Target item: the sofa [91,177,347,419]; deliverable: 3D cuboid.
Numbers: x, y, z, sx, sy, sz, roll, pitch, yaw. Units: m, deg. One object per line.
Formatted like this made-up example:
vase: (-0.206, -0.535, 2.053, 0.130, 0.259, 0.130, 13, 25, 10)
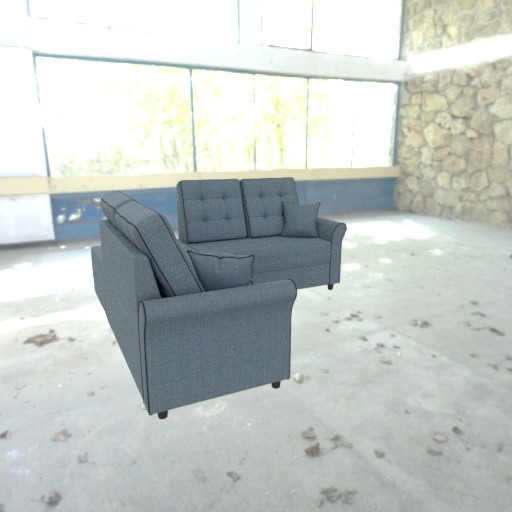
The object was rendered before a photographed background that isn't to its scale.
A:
sofa: (0.000, 0.000, 3.234, 2.070, 0.988, 2.068, -7, 16, -25)
